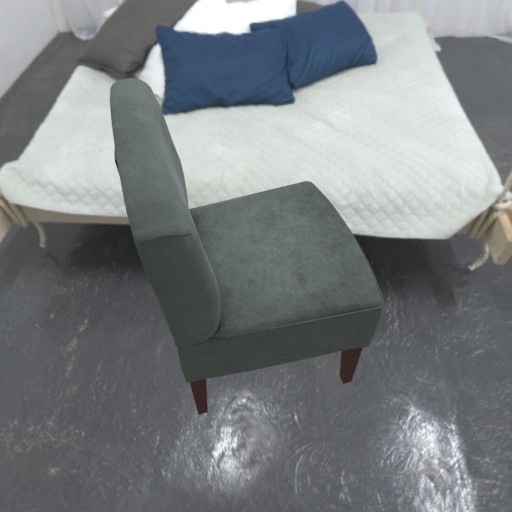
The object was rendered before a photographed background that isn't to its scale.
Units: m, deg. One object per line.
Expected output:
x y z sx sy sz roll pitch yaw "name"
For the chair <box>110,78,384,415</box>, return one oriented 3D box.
0.000 0.000 1.164 0.554 0.806 0.521 -12 49 -11 "chair"
